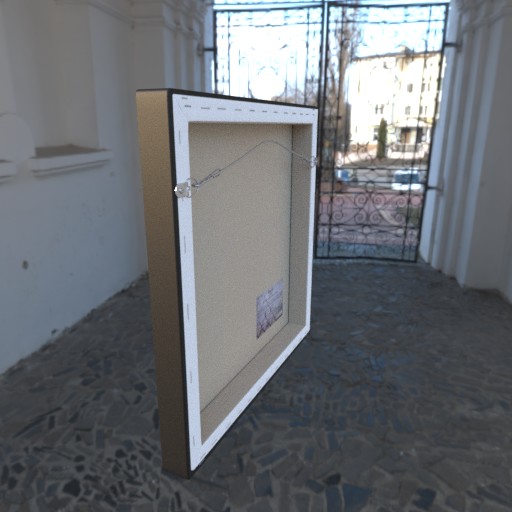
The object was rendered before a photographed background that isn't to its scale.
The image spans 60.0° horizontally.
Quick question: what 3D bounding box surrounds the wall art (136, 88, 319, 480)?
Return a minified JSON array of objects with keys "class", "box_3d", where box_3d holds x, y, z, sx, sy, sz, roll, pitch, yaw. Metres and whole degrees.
[{"class":"wall art","box_3d":[0.000,0.000,0.612,0.041,0.407,0.406,8,18,25]}]
